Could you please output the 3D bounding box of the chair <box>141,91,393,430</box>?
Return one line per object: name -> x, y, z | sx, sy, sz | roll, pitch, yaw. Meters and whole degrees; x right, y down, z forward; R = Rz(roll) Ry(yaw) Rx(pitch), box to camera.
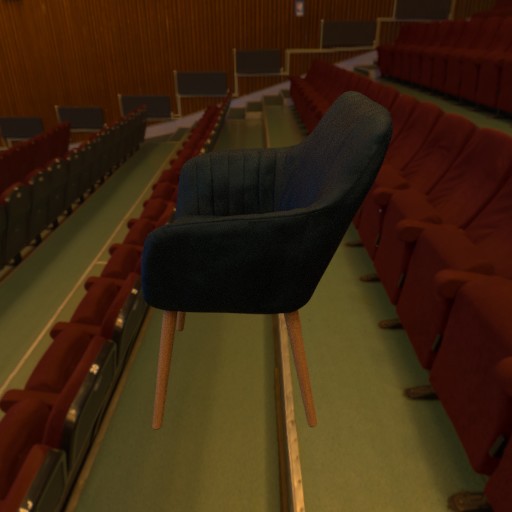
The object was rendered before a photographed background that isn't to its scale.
chair -> 0.000, 0.000, 1.229 | 0.573, 0.826, 0.578 | 0, 27, 0
